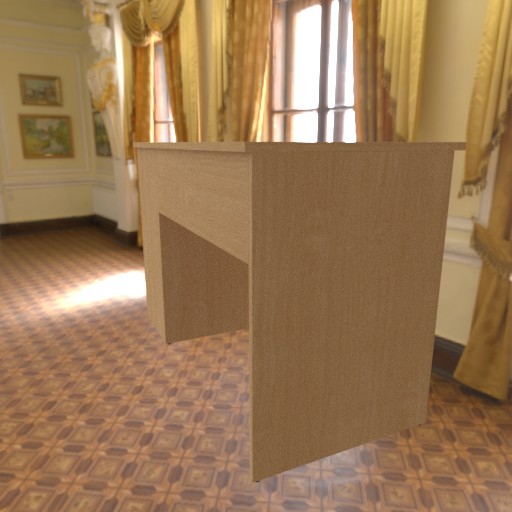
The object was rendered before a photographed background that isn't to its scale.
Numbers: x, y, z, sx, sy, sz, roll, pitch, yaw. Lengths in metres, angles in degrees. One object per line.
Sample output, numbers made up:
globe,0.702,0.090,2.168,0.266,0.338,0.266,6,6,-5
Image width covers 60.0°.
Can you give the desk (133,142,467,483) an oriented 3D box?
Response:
desk,0.000,0.000,1.479,0.560,0.735,1.097,-7,16,-24
